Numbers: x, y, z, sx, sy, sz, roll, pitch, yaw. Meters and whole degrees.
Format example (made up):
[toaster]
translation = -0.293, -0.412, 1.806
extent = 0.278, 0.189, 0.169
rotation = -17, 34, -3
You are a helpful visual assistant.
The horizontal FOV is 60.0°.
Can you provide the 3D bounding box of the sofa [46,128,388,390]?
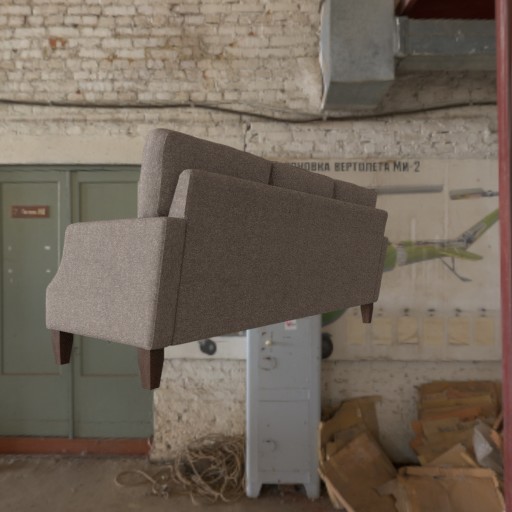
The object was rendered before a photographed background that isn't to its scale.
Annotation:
[sofa]
translation = 0.000, 0.000, 2.612
extent = 0.888, 0.984, 2.115
rotation = 0, 0, 37
